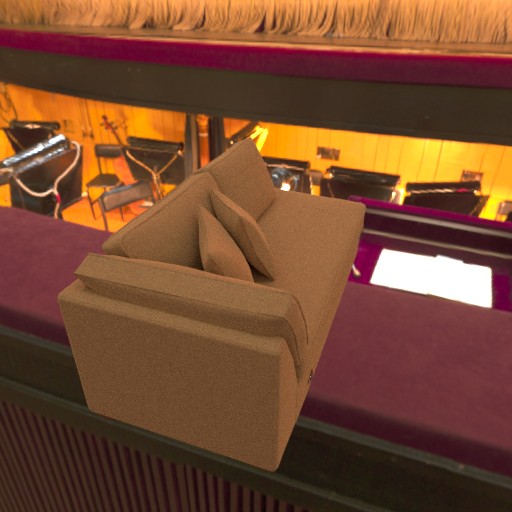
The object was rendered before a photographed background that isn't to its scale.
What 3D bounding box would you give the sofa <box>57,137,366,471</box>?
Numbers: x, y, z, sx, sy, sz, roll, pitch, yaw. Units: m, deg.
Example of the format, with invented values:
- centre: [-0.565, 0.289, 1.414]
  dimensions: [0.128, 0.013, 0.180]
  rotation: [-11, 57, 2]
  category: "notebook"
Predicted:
- centre: [0.000, 0.000, 2.867]
  dimensions: [1.110, 1.033, 2.237]
  rotation: [11, 33, 18]
  category: "sofa"
